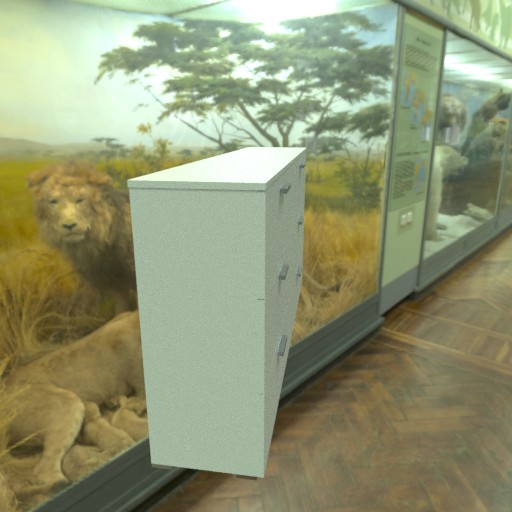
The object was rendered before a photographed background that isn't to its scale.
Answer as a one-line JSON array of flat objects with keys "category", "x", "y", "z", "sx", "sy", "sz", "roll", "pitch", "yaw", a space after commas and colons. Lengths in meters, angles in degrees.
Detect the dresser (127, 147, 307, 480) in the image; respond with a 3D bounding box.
[{"category": "dresser", "x": 0.000, "y": 0.000, "z": 1.813, "sx": 0.333, "sy": 0.790, "sz": 1.535, "roll": 3, "pitch": 17, "yaw": 9}]
